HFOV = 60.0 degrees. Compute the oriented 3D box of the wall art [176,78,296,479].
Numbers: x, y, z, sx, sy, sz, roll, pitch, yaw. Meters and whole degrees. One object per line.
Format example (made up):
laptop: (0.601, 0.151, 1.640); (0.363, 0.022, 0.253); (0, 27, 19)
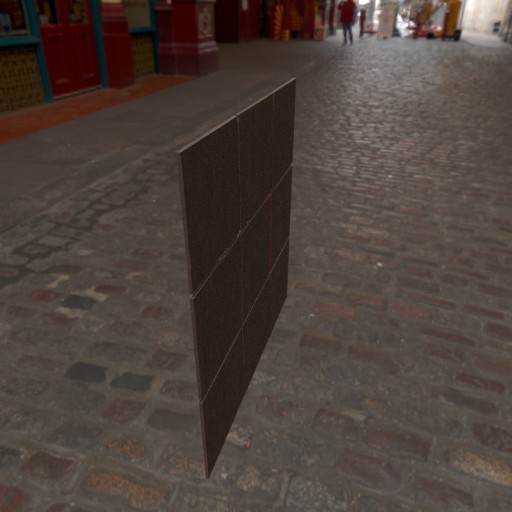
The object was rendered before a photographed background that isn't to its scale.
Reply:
wall art: (0.000, 0.000, 2.292); (0.014, 1.525, 1.527); (9, 31, 15)
